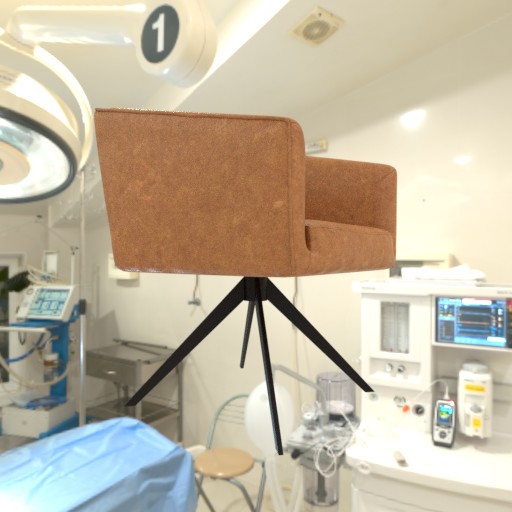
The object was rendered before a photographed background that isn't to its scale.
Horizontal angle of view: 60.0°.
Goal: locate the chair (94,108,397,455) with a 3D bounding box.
[{"bbox_3d":[0.000,0.000,1.182,0.625,0.760,0.588,0,0,36],"label":"chair"}]
